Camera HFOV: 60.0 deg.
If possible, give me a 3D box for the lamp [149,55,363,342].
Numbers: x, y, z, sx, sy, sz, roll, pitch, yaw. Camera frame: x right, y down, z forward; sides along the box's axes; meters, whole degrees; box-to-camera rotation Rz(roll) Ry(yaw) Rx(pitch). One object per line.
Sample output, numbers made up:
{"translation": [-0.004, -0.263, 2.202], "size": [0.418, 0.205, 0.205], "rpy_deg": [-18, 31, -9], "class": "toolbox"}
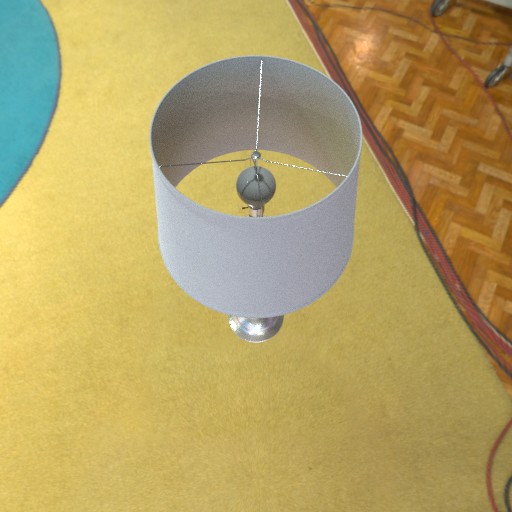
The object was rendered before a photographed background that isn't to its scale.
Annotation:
{"translation": [0.000, 0.000, 0.856], "size": [0.331, 0.698, 0.331], "rpy_deg": [0, 63, 0], "class": "lamp"}
